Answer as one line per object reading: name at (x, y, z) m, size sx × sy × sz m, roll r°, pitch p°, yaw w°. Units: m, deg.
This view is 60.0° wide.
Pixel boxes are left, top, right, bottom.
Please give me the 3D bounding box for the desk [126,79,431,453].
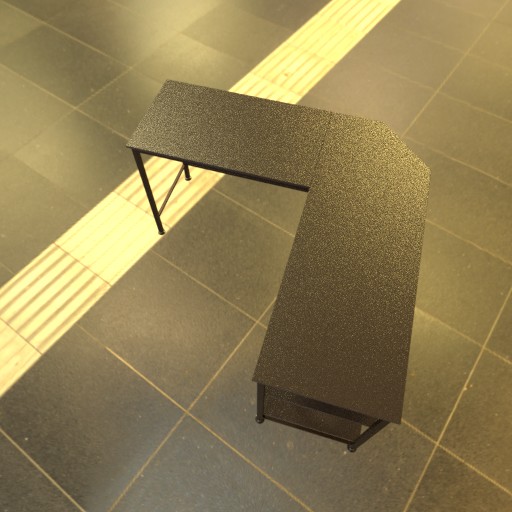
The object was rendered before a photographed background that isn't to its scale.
desk at (0.000, 0.000, 2.185) m, size 1.379 × 0.739 × 1.379 m, roll 14°, pitch 60°, yaw 8°
